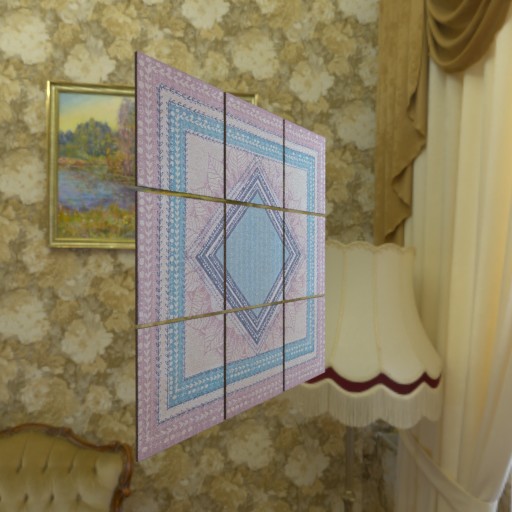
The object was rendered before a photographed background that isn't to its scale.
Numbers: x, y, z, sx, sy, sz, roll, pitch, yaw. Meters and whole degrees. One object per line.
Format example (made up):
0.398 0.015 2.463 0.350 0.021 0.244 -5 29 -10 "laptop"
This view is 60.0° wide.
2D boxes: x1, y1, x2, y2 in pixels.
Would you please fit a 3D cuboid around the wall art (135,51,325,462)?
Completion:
0.000 0.000 2.266 0.014 1.525 1.527 0 1 36 "wall art"
